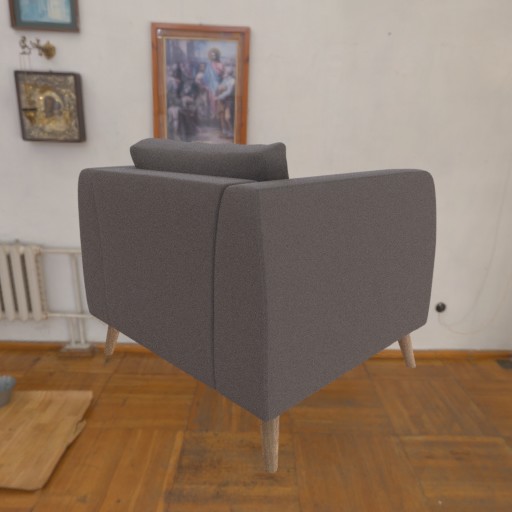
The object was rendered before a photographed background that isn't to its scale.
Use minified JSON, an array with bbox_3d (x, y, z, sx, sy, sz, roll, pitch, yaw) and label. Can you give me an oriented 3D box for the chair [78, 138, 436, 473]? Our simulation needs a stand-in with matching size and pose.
[{"bbox_3d":[0.000,0.000,1.673,0.930,0.860,1.000,-14,21,-43],"label":"chair"}]
